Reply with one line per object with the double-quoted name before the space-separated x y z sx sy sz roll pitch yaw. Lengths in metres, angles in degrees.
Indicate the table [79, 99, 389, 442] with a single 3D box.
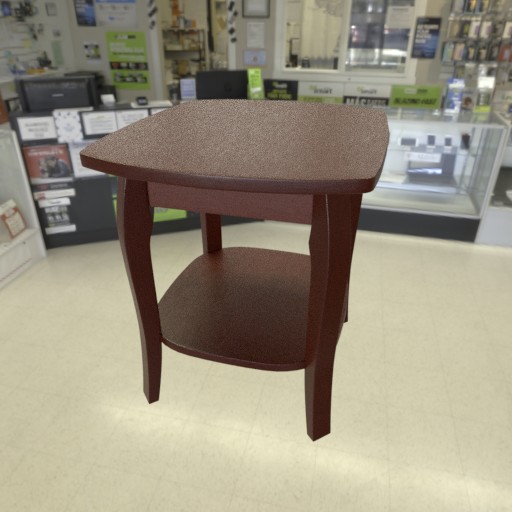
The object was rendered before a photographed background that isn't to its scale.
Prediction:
"table" 0.000 0.000 0.865 0.433 0.496 0.502 8 30 13
